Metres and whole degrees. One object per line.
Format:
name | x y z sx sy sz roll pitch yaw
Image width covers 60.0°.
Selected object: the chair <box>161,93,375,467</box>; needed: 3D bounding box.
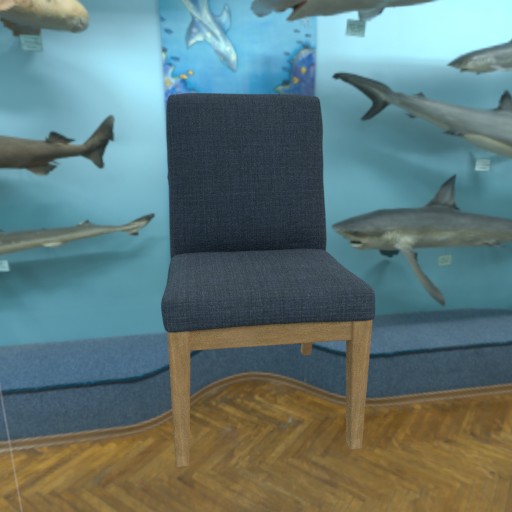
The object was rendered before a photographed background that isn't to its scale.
chair | 0.000 0.000 1.262 0.507 0.911 0.586 -2 16 -8
